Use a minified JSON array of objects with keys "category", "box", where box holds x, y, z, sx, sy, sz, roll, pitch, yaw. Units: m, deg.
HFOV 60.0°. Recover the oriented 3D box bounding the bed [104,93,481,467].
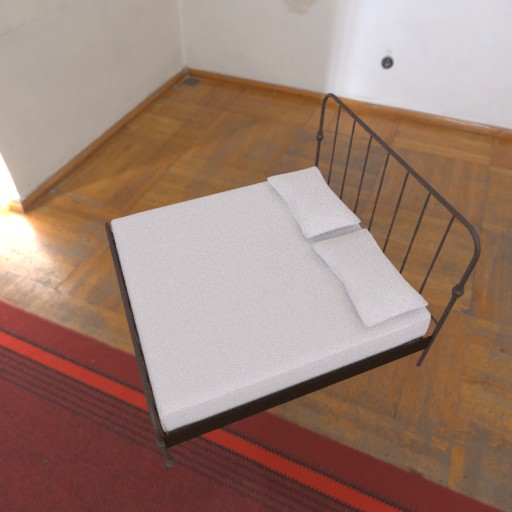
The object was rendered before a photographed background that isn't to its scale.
[{"category":"bed","box":[0.000,0.000,3.435,2.134,1.446,2.044,-16,49,-14]}]
